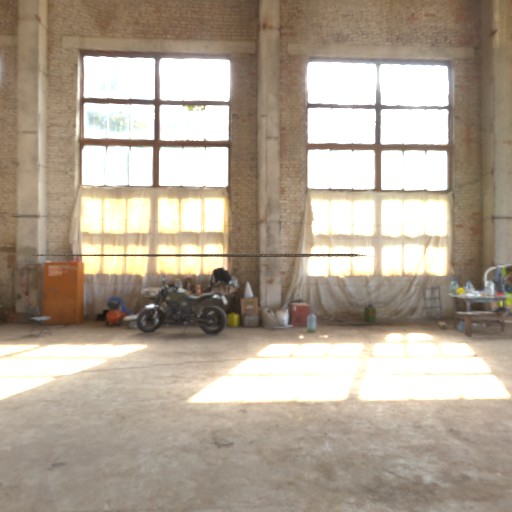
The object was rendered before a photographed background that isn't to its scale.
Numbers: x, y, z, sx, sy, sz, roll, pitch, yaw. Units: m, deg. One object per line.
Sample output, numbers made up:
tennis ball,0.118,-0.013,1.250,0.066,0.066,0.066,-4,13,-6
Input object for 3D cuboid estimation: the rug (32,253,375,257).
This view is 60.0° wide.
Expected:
rug,0.000,0.000,3.055,1.523,0.008,2.438,0,0,16
